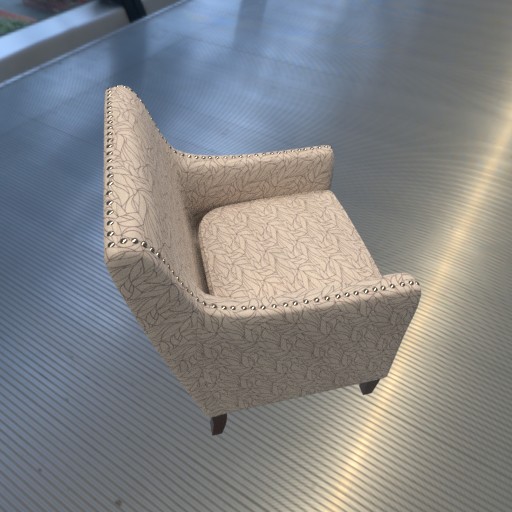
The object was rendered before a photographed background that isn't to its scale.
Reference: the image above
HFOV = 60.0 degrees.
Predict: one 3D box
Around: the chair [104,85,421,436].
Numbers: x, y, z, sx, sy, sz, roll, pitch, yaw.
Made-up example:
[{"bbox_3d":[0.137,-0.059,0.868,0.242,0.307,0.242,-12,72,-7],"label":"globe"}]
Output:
[{"bbox_3d":[0.000,0.000,1.242,0.651,0.816,0.623,-10,47,-9],"label":"chair"}]
